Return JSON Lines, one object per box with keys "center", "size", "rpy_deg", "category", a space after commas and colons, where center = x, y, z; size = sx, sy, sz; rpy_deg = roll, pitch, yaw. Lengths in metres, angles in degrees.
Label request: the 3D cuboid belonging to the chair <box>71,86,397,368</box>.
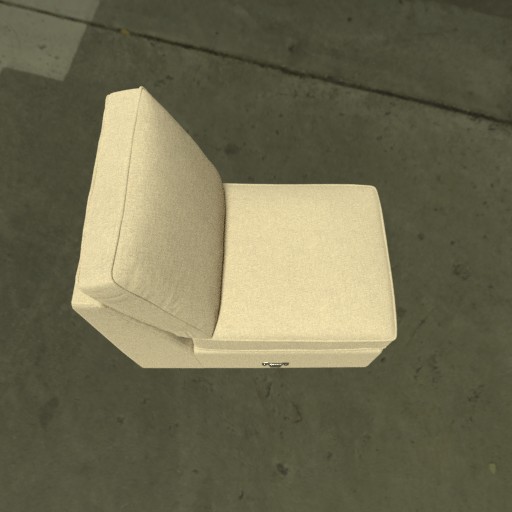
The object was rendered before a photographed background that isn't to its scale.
{"center": [0.000, 0.000, 1.537], "size": [0.938, 0.970, 0.621], "rpy_deg": [0, 64, 0], "category": "chair"}
